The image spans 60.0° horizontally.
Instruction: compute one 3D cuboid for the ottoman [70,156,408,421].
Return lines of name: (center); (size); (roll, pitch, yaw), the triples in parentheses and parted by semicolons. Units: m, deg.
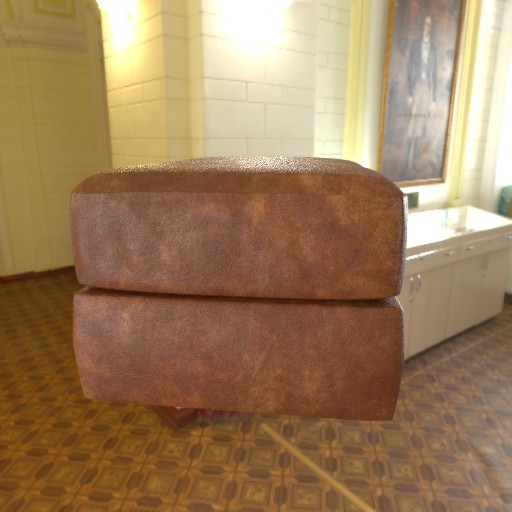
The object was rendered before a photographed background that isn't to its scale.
ottoman: (0.000, 0.000, 1.109); (0.603, 0.476, 0.751); (2, 14, 7)
